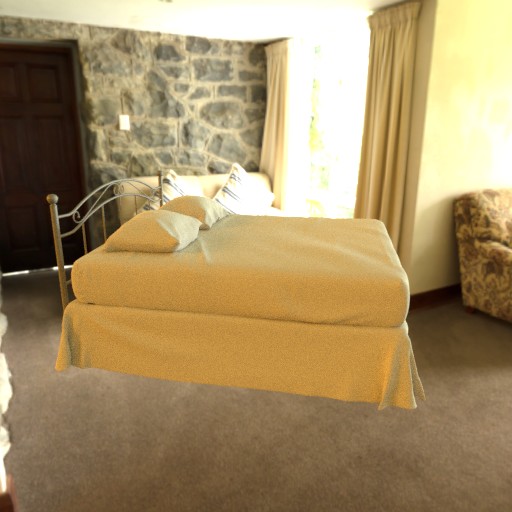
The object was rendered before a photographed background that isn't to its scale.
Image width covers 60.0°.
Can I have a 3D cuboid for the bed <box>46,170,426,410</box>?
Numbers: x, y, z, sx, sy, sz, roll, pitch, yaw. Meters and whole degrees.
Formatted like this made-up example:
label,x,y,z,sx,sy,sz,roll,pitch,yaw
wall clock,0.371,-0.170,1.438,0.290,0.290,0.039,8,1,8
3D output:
label,x,y,z,sx,sy,sz,roll,pitch,yaw
bed,0.000,0.000,3.282,2.215,1.080,1.936,3,16,11
